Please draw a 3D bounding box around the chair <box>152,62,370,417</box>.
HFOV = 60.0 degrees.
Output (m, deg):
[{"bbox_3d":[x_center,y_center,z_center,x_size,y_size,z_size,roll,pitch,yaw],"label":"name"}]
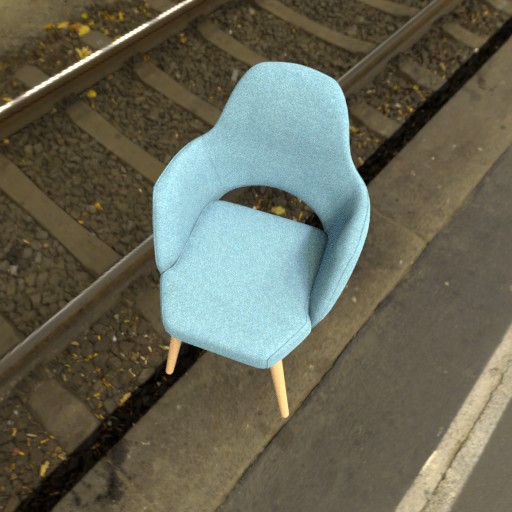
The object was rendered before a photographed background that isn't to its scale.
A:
[{"bbox_3d":[0.000,0.000,1.376,0.589,0.920,0.666,17,60,10],"label":"chair"}]
